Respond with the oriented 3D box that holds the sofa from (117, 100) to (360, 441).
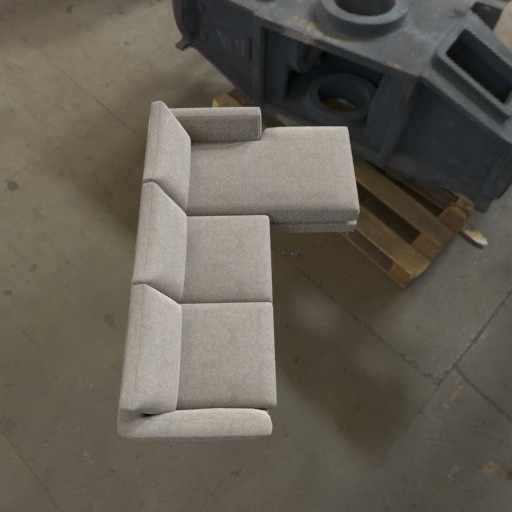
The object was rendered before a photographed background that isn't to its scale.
[{"bbox_3d":[0.000,0.000,3.166,1.626,0.864,2.438,-1,65,-1],"label":"sofa"}]
